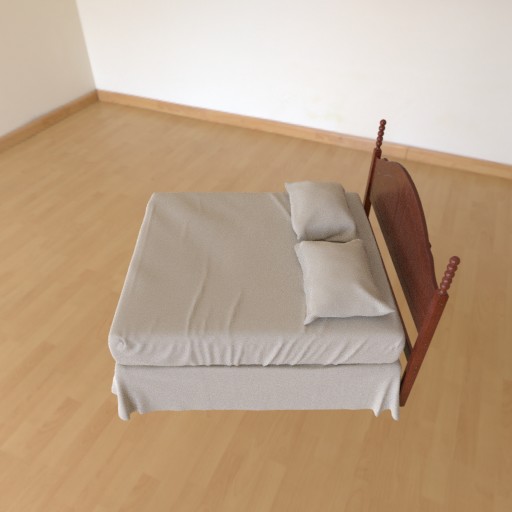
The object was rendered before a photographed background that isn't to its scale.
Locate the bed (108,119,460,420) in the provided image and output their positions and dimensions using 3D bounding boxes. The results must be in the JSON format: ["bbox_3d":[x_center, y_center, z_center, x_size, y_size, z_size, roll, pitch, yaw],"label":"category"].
[{"bbox_3d":[0.000,0.000,3.226,2.040,1.356,1.873,0,41,0],"label":"bed"}]
